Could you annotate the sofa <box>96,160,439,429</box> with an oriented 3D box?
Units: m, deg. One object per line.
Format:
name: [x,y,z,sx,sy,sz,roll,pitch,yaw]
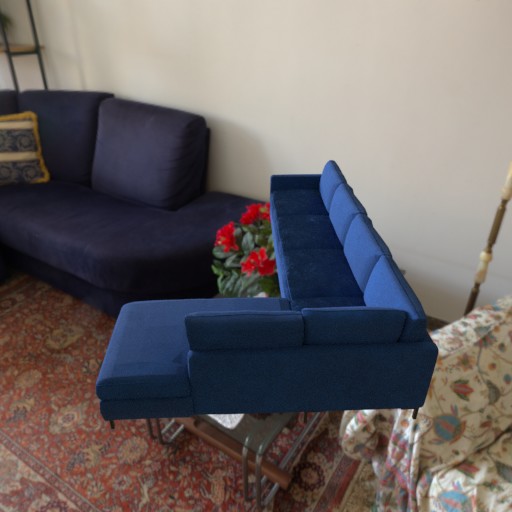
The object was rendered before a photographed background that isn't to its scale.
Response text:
sofa: [0.000,0.000,3.251,1.707,0.687,2.486,-1,31,-2]
